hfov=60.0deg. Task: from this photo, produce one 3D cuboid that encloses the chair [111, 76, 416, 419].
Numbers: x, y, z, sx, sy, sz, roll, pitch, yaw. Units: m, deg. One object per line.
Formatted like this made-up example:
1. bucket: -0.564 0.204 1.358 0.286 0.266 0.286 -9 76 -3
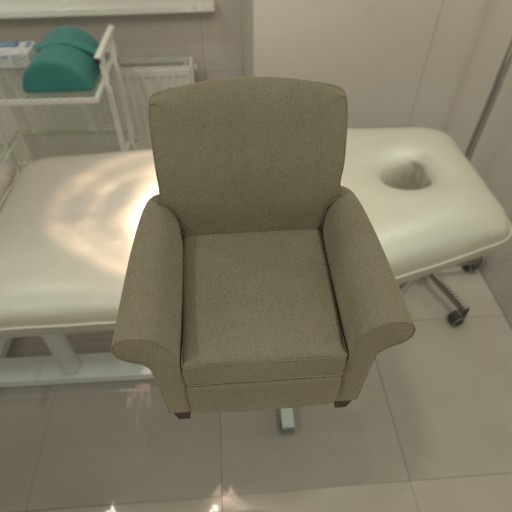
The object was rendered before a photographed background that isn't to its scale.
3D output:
1. chair: 0.000 0.000 1.753 0.978 1.061 0.905 -3 47 -3
